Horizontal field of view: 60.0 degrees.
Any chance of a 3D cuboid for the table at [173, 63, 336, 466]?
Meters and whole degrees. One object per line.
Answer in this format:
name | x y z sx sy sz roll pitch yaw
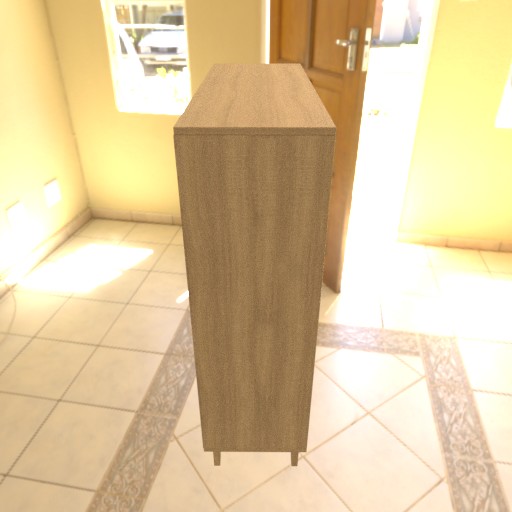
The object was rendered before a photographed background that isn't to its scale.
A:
table | 0.000 0.000 1.906 0.398 1.388 1.111 0 31 0
